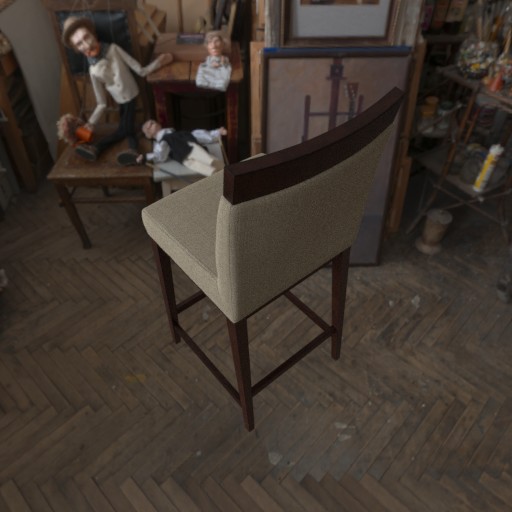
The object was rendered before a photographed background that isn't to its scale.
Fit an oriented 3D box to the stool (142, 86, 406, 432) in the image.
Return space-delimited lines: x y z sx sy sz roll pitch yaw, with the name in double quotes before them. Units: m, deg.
"stool" 0.000 0.000 1.284 0.463 1.011 0.480 -31 53 -27
